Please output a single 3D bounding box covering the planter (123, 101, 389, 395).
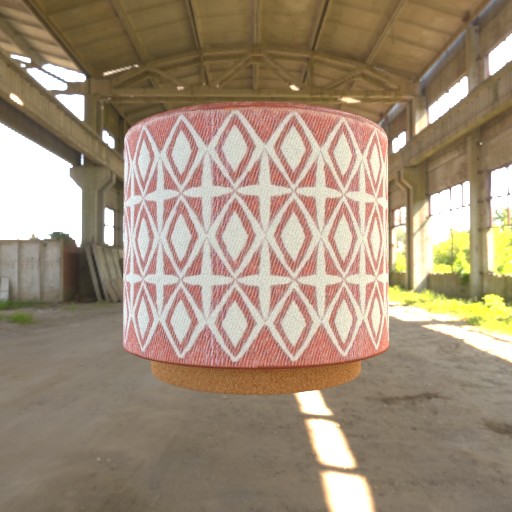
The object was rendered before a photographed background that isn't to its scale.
[{"bbox_3d":[0.000,0.000,0.478,0.273,0.237,0.273,0,-1,0],"label":"planter"}]
